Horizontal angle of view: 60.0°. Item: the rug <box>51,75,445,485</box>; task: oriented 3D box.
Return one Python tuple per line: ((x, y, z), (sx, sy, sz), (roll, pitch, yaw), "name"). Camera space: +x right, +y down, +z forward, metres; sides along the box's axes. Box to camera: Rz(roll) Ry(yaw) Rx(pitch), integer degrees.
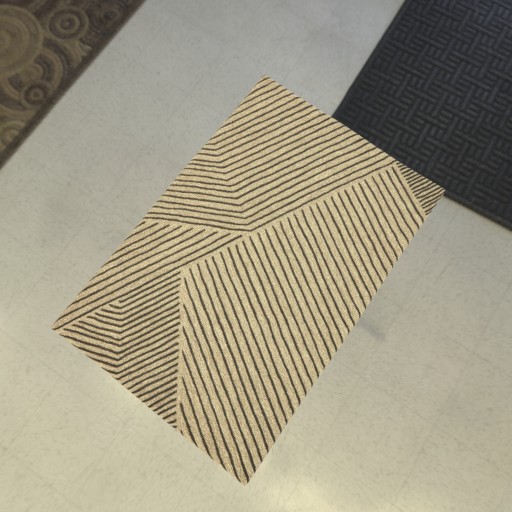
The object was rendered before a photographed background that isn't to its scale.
((0.000, 0.000, 2.338), (1.237, 0.019, 1.842), (36, 78, 8), "rug")
